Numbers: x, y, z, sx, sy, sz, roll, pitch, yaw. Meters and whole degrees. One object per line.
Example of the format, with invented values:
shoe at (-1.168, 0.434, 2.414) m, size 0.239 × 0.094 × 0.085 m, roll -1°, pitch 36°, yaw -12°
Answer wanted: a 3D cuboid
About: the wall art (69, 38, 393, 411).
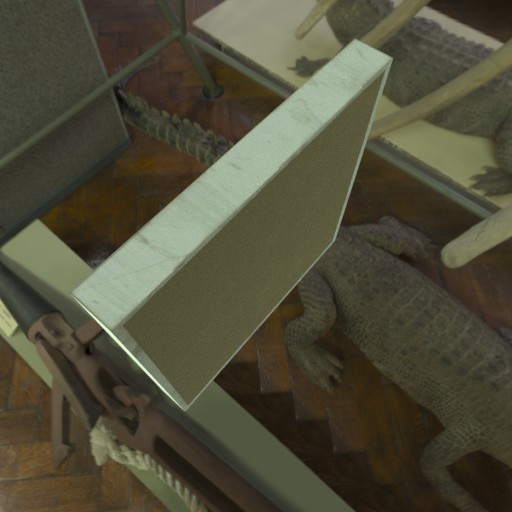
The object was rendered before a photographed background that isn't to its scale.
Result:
wall art at (0.000, 0.000, 0.450) m, size 0.038 × 0.303 × 0.305 m, roll 37°, pitch 68°, yaw 17°
